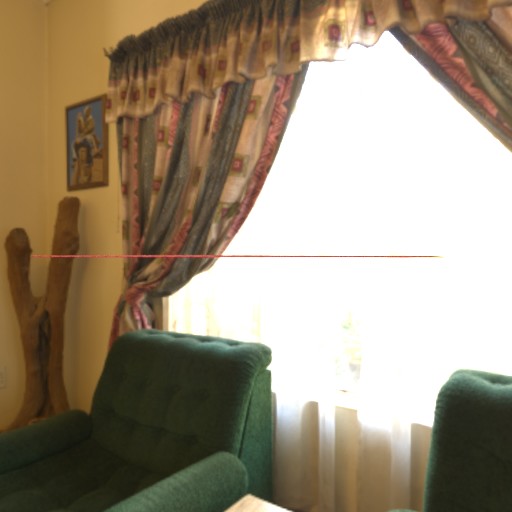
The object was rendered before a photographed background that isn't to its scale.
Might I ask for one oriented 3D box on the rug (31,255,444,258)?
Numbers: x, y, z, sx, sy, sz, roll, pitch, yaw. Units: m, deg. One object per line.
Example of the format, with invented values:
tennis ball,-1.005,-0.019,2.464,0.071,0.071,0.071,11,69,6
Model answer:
rug,0.000,0.000,4.429,3.306,0.011,2.389,0,0,19
